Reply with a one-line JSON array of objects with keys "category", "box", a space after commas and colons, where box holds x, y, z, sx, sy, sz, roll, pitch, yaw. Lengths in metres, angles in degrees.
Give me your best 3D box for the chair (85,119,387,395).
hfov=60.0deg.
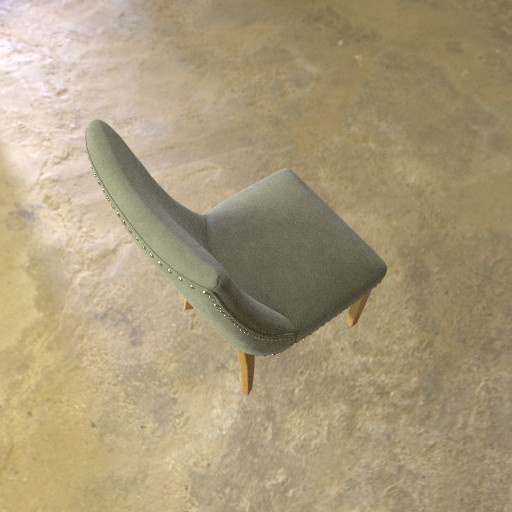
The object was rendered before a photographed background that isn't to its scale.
[{"category": "chair", "box": [0.000, 0.000, 1.246, 0.610, 0.902, 0.495, -31, 63, -18]}]
